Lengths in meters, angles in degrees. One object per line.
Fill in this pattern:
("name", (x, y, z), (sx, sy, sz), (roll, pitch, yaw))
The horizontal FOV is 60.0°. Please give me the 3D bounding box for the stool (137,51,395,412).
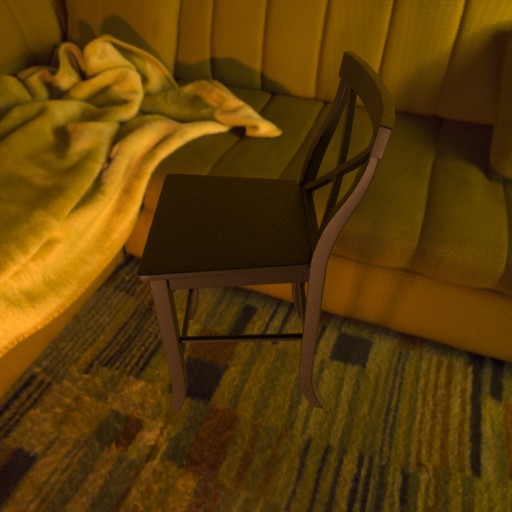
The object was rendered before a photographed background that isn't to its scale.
("stool", (0.000, 0.000, 1.275), (0.559, 0.989, 0.452), (0, 41, 0))
